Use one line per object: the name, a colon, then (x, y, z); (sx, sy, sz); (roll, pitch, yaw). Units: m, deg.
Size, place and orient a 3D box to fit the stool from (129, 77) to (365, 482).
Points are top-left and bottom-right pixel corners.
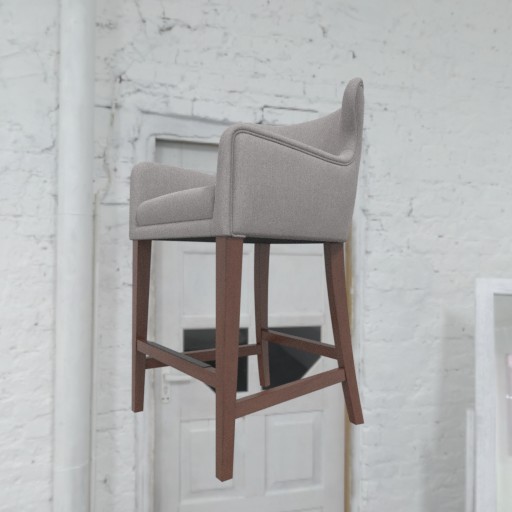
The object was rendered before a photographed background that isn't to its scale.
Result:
stool: (0.000, 0.000, 1.313); (0.575, 0.951, 0.575); (-1, 1, -36)
